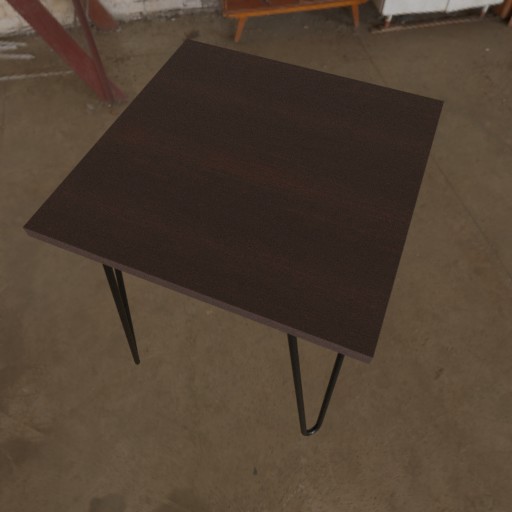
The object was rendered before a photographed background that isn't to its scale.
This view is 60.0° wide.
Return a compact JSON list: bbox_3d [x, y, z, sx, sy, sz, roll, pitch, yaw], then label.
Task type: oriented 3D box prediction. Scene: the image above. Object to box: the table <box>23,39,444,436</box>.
[{"bbox_3d":[0.000,0.000,0.921,0.495,0.559,0.495,19,59,12],"label":"table"}]
